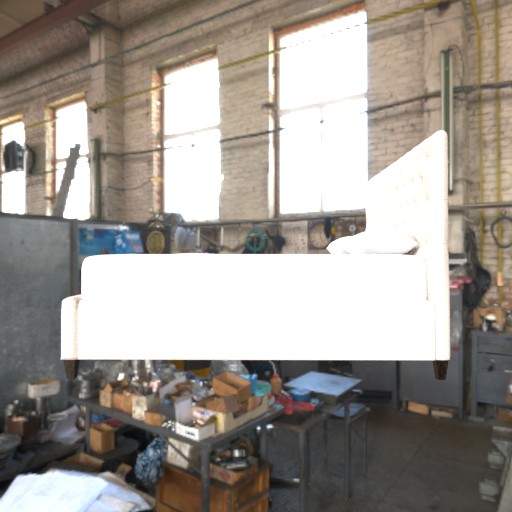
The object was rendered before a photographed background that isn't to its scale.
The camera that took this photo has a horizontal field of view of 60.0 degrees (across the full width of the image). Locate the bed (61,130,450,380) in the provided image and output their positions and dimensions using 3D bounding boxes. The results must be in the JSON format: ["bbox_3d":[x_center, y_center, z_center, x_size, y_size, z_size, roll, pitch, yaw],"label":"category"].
[{"bbox_3d":[0.000,0.000,3.358,2.233,1.426,1.696,0,0,0],"label":"bed"}]
